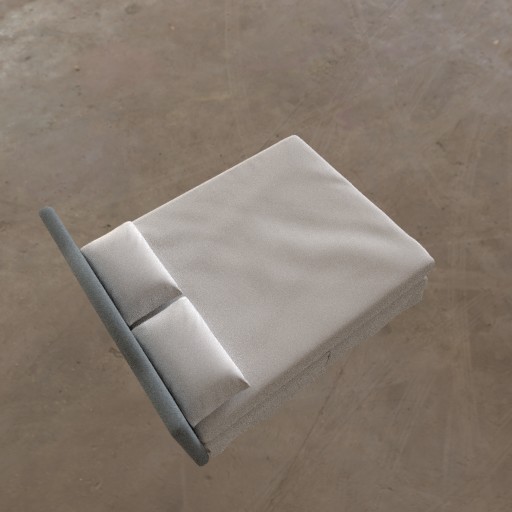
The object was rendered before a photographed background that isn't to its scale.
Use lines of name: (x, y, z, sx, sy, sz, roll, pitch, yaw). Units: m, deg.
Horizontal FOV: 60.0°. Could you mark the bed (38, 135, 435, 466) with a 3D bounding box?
bed: (0.000, 0.000, 3.928, 2.689, 1.457, 2.161, -32, 64, -18)
